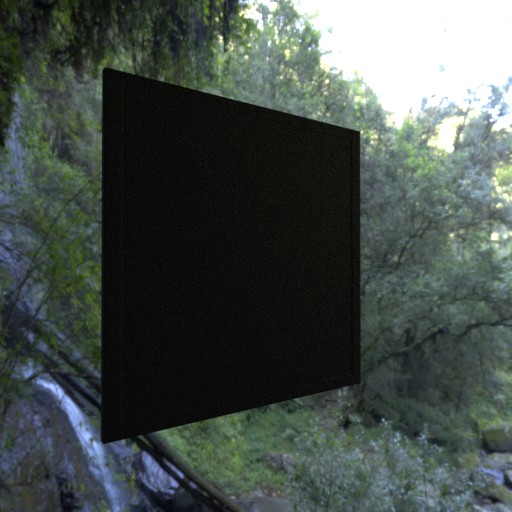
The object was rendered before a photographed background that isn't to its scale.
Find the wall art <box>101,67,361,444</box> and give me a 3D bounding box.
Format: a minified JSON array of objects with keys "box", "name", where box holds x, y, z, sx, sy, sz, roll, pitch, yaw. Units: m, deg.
[{"box":[0.000,0.000,0.824,0.562,0.558,0.012,0,-1,-36],"name":"wall art"}]
